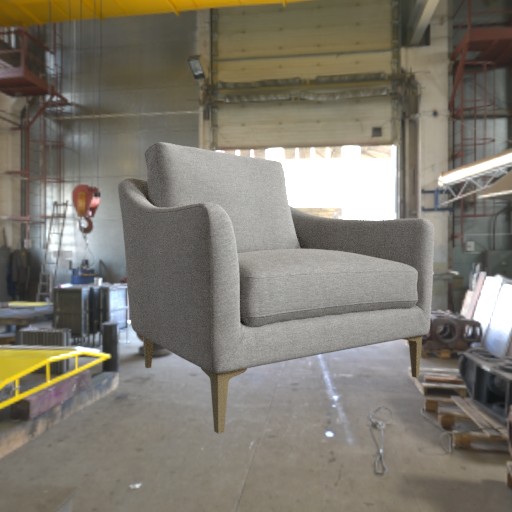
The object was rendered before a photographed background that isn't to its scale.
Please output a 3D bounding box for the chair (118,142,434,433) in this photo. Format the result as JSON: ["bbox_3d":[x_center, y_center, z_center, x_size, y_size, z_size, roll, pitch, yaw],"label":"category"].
[{"bbox_3d":[0.000,0.000,1.734,0.986,0.902,0.961,0,0,-37],"label":"chair"}]
